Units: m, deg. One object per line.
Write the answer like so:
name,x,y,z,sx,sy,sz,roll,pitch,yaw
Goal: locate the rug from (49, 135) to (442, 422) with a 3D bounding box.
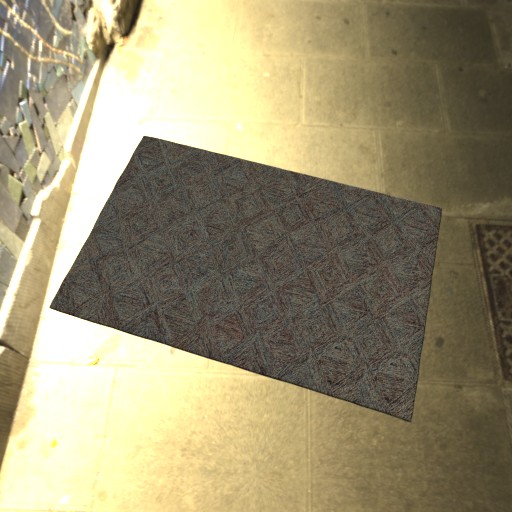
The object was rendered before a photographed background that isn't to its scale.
rug,0.000,0.000,2.269,1.761,0.014,1.143,15,65,7
